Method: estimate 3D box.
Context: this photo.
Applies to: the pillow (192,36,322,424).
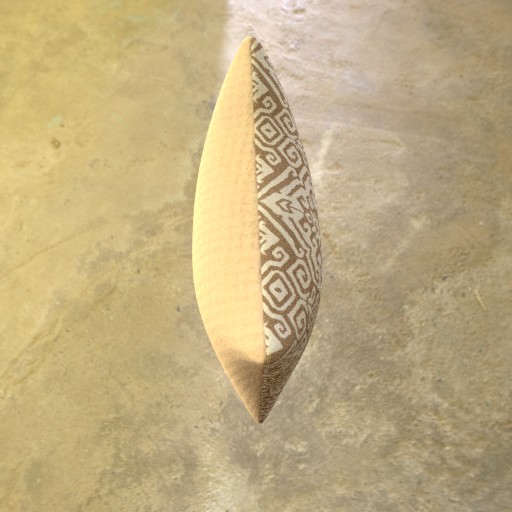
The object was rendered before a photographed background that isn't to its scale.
[{"bbox_3d":[0.000,0.000,0.643,0.173,0.407,0.419,-2,64,-1],"label":"pillow"}]
